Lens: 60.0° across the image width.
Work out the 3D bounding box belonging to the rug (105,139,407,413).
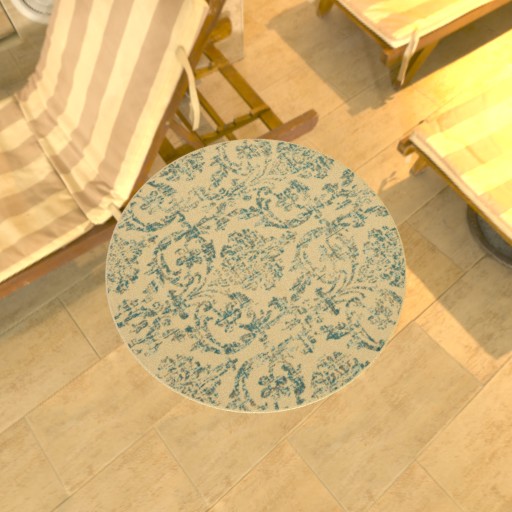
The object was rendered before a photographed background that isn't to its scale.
[{"bbox_3d":[0.000,0.000,2.369,1.593,0.012,1.593,0,64,0],"label":"rug"}]
